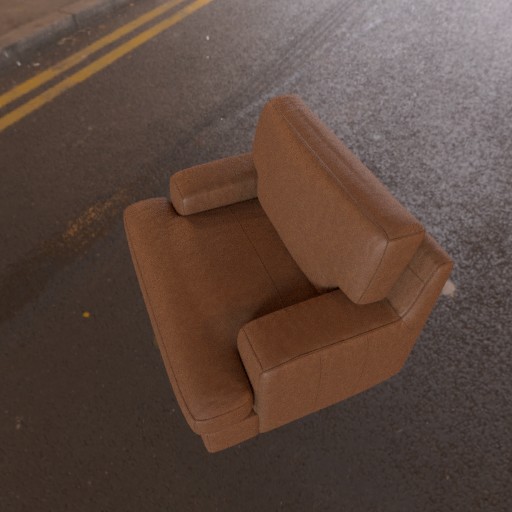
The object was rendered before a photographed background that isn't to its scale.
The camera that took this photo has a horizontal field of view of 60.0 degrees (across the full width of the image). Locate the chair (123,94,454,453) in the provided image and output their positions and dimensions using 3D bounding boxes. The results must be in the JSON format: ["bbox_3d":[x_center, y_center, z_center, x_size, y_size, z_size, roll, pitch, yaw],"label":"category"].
[{"bbox_3d":[0.000,0.000,2.011,1.050,0.978,1.276,-17,50,-15],"label":"chair"}]
